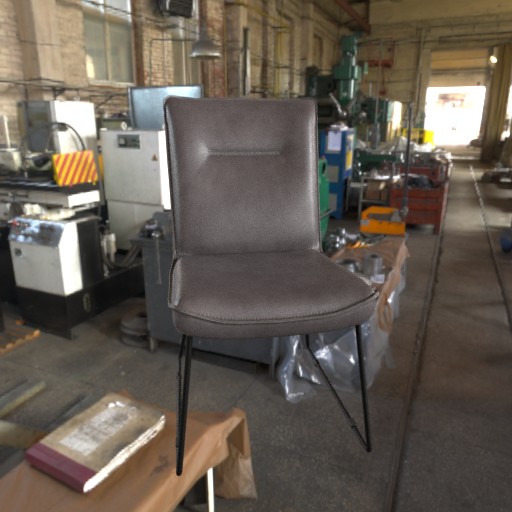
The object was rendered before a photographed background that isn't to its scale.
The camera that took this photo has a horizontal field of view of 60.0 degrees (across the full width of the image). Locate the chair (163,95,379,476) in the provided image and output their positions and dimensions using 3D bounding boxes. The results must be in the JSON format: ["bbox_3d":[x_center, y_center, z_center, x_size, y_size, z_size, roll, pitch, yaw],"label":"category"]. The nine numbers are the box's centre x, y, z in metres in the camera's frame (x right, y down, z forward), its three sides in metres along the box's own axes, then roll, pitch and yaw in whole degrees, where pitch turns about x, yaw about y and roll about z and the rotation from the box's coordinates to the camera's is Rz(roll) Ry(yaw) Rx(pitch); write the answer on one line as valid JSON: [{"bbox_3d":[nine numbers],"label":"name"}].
[{"bbox_3d":[0.000,0.000,1.317,0.515,0.932,0.688,-3,17,-9],"label":"chair"}]
